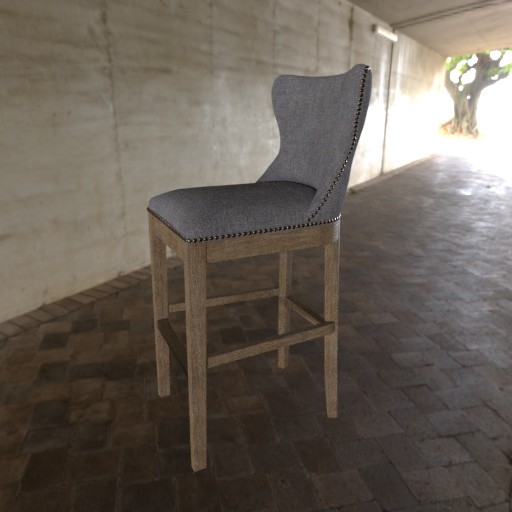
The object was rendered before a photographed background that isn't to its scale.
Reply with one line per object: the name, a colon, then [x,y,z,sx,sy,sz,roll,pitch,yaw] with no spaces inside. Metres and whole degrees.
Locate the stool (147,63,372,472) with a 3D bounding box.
stool: [0.000,0.000,1.427,0.606,1.123,0.494,-9,20,-25]
